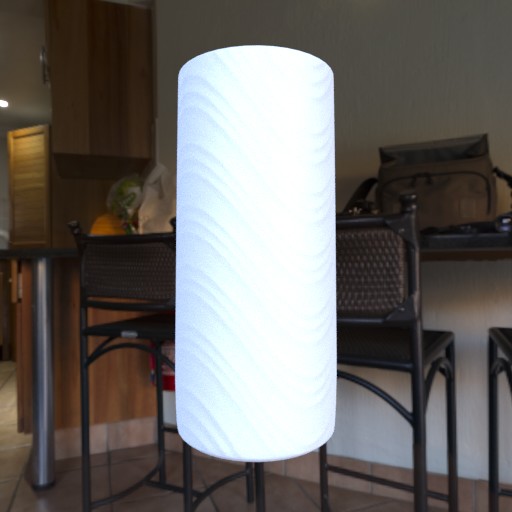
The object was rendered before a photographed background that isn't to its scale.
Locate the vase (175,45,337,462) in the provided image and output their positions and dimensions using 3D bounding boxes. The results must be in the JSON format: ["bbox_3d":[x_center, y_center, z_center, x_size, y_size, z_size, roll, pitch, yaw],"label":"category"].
[{"bbox_3d":[0.000,0.000,0.400,0.143,0.316,0.143,0,0,0],"label":"vase"}]
